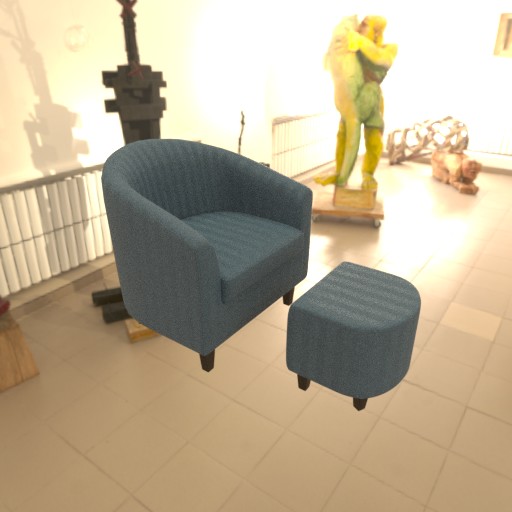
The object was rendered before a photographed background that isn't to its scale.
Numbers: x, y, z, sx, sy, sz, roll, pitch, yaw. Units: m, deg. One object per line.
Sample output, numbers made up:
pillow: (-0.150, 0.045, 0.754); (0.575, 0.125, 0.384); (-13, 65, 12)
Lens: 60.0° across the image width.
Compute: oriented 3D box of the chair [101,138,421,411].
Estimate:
chair: (0.000, 0.000, 1.759); (1.288, 0.757, 0.756); (18, 31, 32)
